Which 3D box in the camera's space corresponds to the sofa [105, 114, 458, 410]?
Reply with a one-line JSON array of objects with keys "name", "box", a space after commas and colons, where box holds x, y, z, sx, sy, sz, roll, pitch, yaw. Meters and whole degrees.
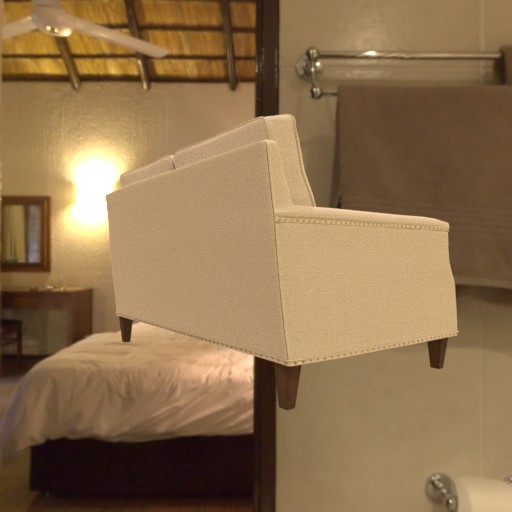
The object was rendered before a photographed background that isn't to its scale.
[{"name": "sofa", "box": [0.000, 0.000, 2.273, 1.084, 1.003, 1.597, 0, 0, -37]}]
